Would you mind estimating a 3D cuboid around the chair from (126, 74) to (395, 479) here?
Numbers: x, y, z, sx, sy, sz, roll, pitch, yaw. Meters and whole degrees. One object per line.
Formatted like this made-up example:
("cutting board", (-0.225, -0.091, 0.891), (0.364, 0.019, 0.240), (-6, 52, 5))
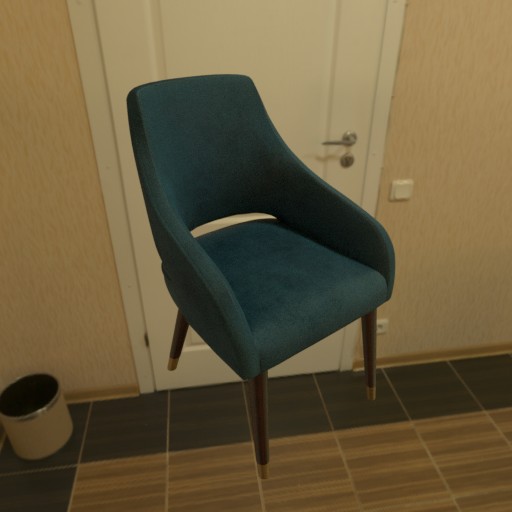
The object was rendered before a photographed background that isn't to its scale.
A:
("chair", (0.000, 0.000, 1.542), (0.683, 1.081, 0.794), (-21, 36, -32))
